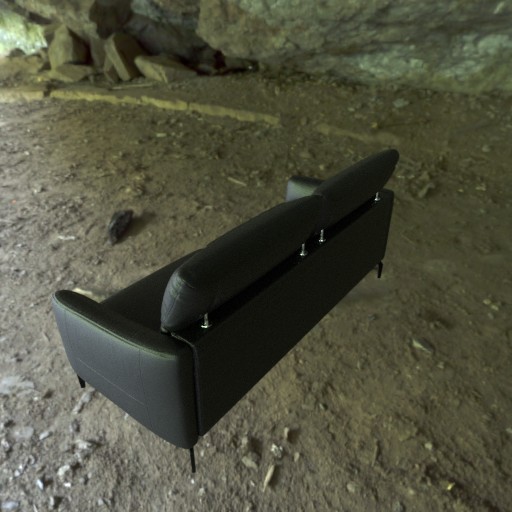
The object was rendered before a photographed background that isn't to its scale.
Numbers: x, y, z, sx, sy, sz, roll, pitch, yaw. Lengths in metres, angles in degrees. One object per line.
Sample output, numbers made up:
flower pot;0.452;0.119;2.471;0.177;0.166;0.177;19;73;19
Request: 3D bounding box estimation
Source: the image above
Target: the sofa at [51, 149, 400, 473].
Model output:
sofa;0.000;0.000;2.503;0.856;0.957;2.069;20;35;32
